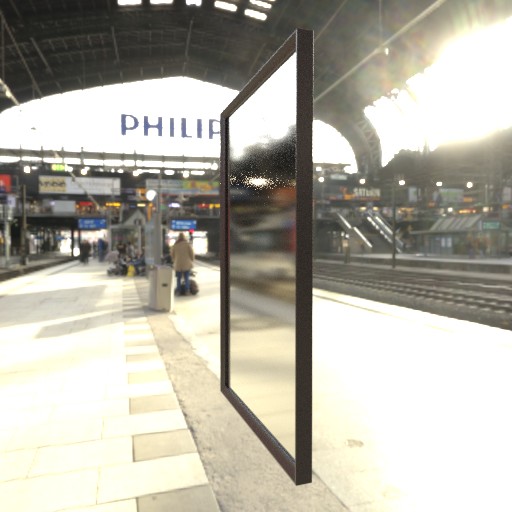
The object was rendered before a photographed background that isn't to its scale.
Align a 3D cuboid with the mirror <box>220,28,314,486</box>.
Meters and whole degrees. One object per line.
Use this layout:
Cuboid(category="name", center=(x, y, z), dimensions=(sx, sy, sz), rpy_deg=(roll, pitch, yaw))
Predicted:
Cuboid(category="mirror", center=(0.000, 0.000, 1.178), dimensions=(0.041, 0.915, 0.609), rpy_deg=(-1, 2, -19))
